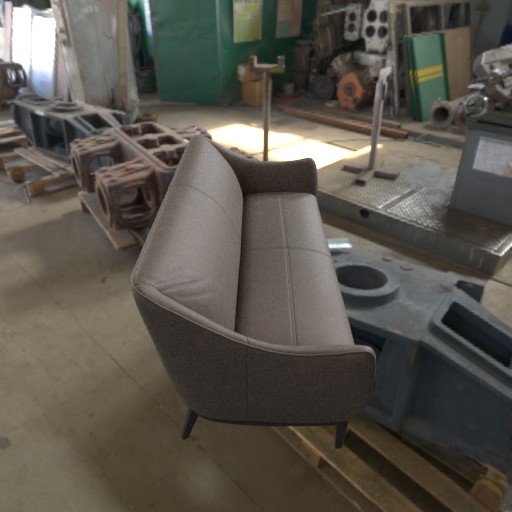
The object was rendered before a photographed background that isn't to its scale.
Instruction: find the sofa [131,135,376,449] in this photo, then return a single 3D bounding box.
[{"bbox_3d":[0.000,0.000,2.400,0.869,0.831,1.928,0,32,0],"label":"sofa"}]
